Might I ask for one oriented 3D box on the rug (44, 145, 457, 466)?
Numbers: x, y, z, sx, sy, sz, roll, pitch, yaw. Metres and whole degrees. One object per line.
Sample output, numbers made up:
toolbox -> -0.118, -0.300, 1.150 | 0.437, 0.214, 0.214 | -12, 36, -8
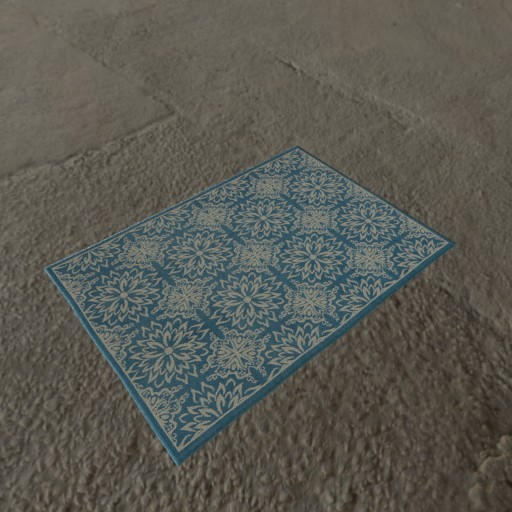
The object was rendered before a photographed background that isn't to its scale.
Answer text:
rug -> 0.000, 0.000, 2.885 | 2.205, 0.012, 1.554 | -31, 54, -26
